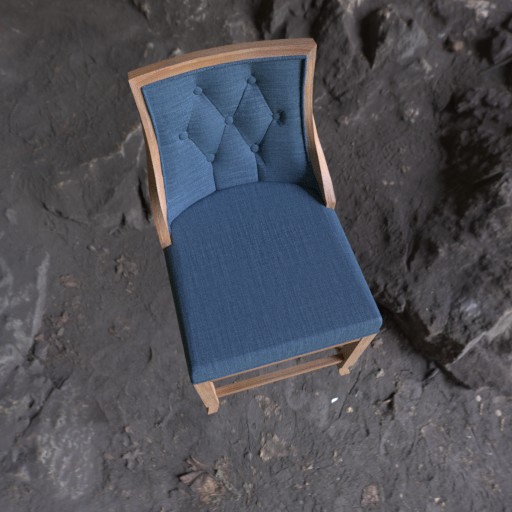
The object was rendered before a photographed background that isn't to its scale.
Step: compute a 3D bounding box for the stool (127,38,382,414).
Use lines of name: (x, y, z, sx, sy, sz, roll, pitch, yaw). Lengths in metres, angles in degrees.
stool: (0.000, 0.000, 1.292, 0.524, 0.938, 0.626, -14, 63, -7)
